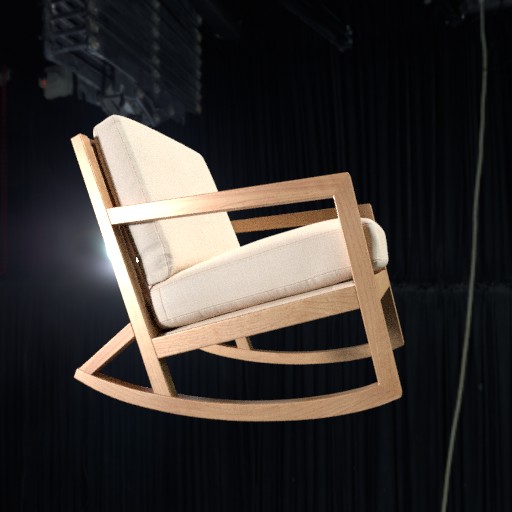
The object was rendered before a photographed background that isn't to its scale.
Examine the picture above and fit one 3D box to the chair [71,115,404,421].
[{"bbox_3d":[0.000,0.000,1.362,0.857,0.790,0.622,0,0,19],"label":"chair"}]
